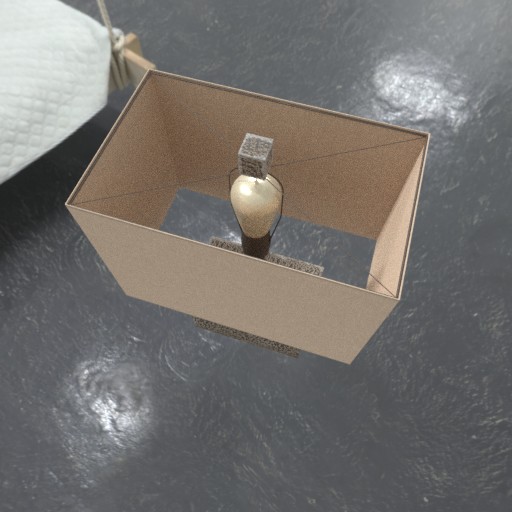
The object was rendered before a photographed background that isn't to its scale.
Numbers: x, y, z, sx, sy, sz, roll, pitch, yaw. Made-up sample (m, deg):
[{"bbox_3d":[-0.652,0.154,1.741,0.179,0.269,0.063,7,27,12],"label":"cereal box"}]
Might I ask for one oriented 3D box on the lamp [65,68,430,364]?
[{"bbox_3d":[0.000,0.000,0.564,0.294,0.411,0.180,16,64,8],"label":"lamp"}]
